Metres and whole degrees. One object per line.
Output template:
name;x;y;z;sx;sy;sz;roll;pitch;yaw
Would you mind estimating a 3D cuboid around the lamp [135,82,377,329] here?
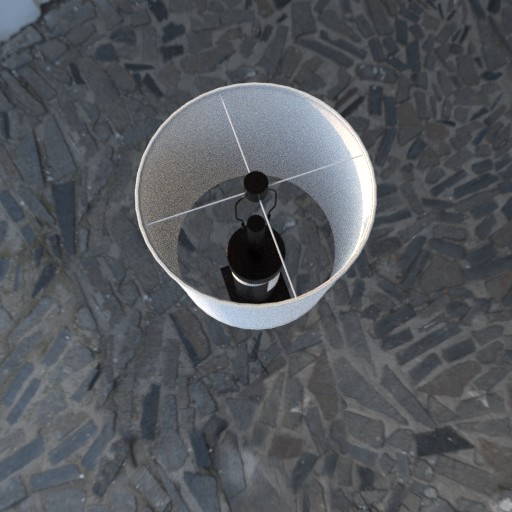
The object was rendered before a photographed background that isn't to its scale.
lamp;0.000;0.000;0.620;0.211;0.509;0.211;-19;77;-5
